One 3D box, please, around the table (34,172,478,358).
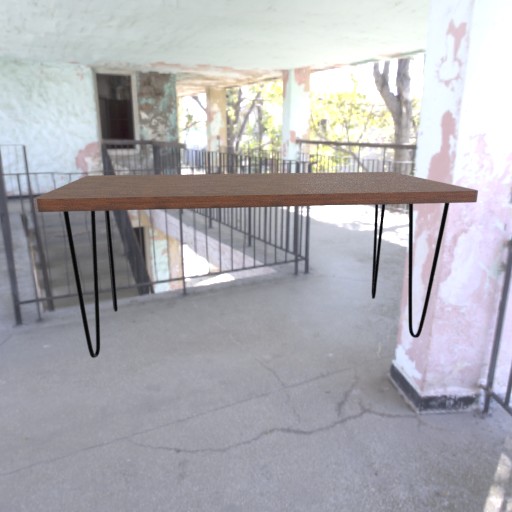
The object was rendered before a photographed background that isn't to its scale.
[{"bbox_3d":[0.000,0.000,2.275,1.791,0.753,0.883,-2,16,-7],"label":"table"}]
